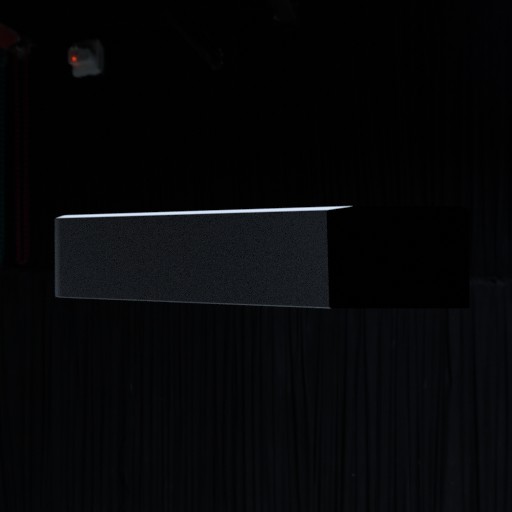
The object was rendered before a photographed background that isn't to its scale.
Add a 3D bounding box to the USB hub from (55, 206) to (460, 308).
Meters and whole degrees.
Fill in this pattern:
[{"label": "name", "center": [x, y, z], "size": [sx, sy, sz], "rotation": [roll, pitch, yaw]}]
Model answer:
[{"label": "USB hub", "center": [0.000, 0.000, 0.129], "size": [0.110, 0.023, 0.044], "rotation": [0, 1, 19]}]
